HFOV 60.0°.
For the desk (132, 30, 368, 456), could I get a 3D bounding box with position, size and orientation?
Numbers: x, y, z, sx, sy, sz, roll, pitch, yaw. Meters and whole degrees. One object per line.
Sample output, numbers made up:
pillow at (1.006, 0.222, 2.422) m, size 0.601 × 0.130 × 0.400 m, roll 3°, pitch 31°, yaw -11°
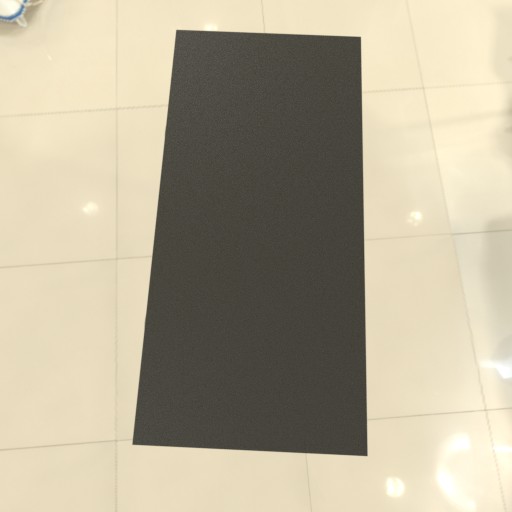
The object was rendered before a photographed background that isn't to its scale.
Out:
desk at (0.000, 0.000, 1.456) m, size 0.525 × 0.780 × 1.057 m, roll 3°, pitch 76°, yaw 1°
